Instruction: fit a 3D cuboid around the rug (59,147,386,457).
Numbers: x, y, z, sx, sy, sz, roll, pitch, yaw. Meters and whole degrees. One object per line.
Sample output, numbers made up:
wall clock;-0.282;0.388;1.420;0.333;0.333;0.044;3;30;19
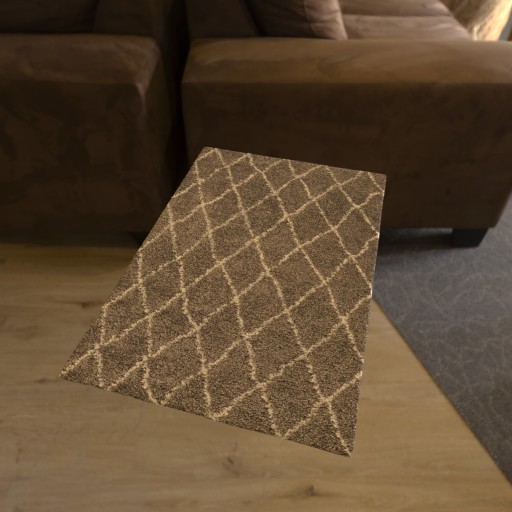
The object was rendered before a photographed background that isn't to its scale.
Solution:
rug;0.000;0.000;2.321;1.219;0.030;1.778;11;48;11
